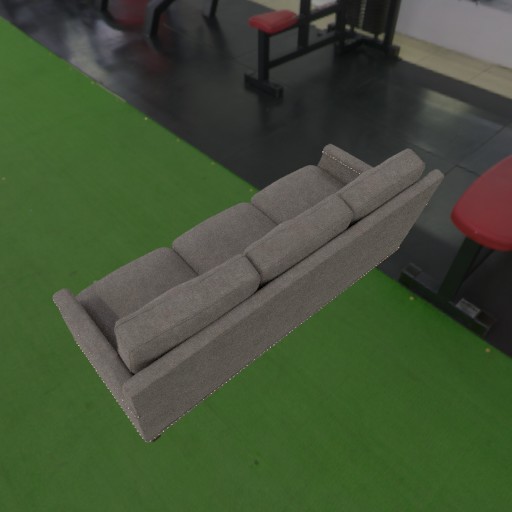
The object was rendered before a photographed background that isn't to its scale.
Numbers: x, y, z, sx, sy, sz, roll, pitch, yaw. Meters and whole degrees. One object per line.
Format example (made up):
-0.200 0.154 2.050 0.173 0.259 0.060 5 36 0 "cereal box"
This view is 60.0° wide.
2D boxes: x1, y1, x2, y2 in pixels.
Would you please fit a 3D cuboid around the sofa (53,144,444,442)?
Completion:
0.000 0.000 2.774 2.226 1.042 1.034 -33 55 -27 "sofa"
